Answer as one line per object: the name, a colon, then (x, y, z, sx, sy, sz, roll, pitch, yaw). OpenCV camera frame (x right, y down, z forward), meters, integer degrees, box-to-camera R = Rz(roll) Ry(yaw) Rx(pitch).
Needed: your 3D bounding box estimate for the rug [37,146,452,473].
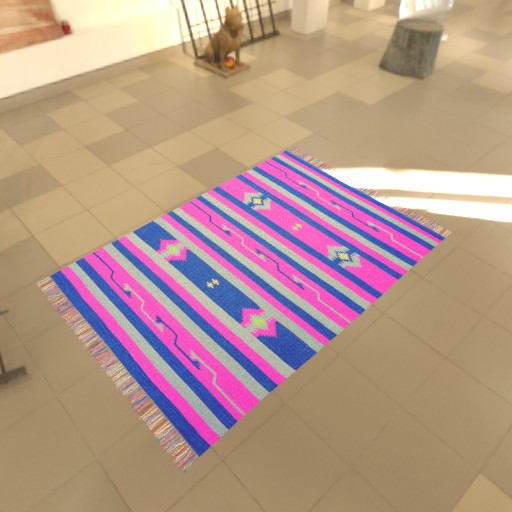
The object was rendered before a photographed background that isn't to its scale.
rug: (0.000, 0.000, 2.920, 2.350, 0.013, 1.539, -34, 54, -29)
